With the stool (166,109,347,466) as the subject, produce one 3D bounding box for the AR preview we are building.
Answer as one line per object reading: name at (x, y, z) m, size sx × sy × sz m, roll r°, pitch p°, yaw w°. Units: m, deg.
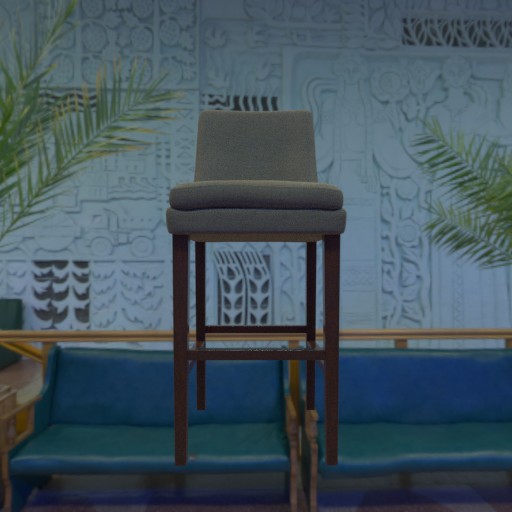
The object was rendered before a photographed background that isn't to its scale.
stool at (0.000, 0.000, 1.393) m, size 0.470 × 1.078 × 0.577 m, roll 0°, pitch 0°, yaw 0°
